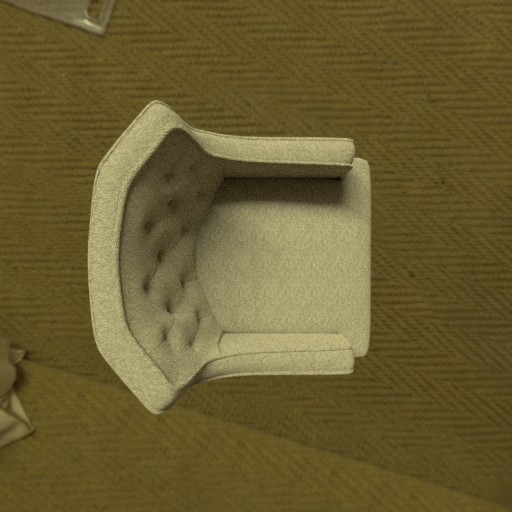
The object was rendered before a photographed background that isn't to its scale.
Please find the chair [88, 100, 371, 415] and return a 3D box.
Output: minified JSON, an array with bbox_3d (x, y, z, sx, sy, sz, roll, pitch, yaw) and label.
[{"bbox_3d":[0.000,0.000,1.646,0.910,0.920,0.820,0,91,-1],"label":"chair"}]
